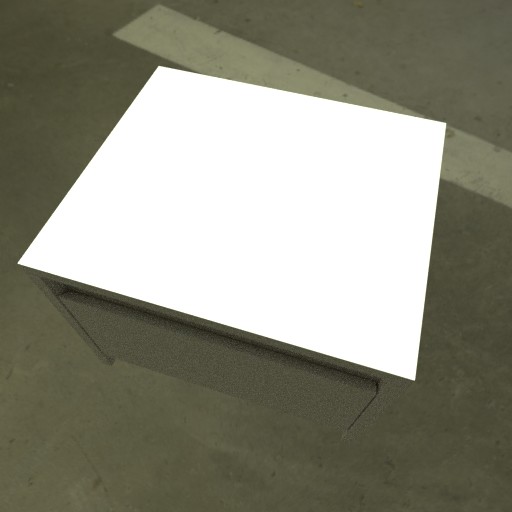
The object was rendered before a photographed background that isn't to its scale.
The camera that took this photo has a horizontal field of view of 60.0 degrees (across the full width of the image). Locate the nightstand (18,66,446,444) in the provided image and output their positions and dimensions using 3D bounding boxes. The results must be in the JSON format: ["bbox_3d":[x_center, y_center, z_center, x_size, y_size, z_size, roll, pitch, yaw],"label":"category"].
[{"bbox_3d":[0.000,0.000,0.745,0.470,0.351,0.408,15,58,9],"label":"nightstand"}]
